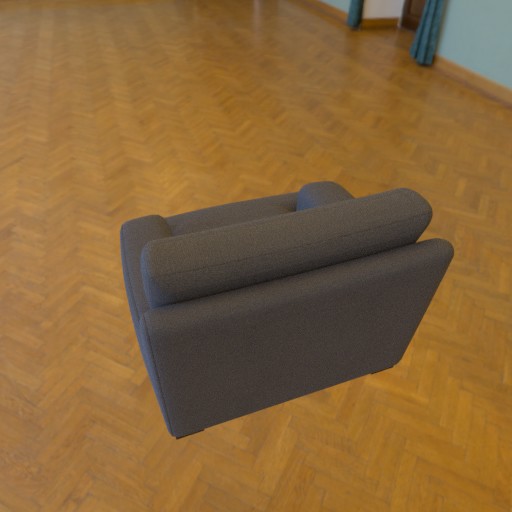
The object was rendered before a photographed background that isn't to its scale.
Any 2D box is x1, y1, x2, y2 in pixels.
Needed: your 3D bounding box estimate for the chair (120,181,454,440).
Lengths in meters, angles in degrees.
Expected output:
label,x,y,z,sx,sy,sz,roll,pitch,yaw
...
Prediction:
label,x,y,z,sx,sy,sz,roll,pitch,yaw
chair,0.000,0.000,2.011,1.168,0.940,1.143,-13,42,-15
